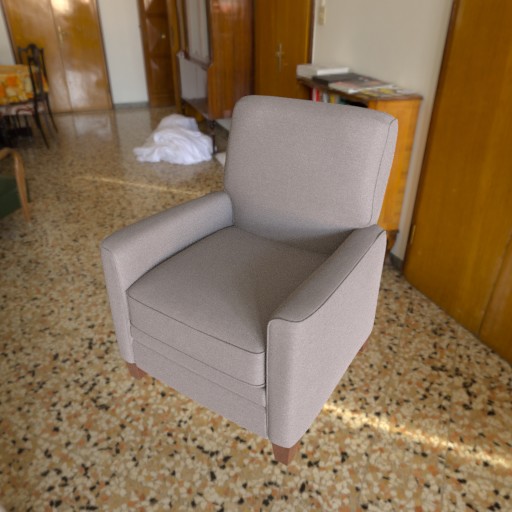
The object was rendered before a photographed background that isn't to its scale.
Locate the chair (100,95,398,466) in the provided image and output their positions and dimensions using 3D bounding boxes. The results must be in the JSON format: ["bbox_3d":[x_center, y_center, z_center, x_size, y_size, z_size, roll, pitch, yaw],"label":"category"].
[{"bbox_3d":[0.000,0.000,1.681,0.845,1.023,0.859,18,34,29],"label":"chair"}]
